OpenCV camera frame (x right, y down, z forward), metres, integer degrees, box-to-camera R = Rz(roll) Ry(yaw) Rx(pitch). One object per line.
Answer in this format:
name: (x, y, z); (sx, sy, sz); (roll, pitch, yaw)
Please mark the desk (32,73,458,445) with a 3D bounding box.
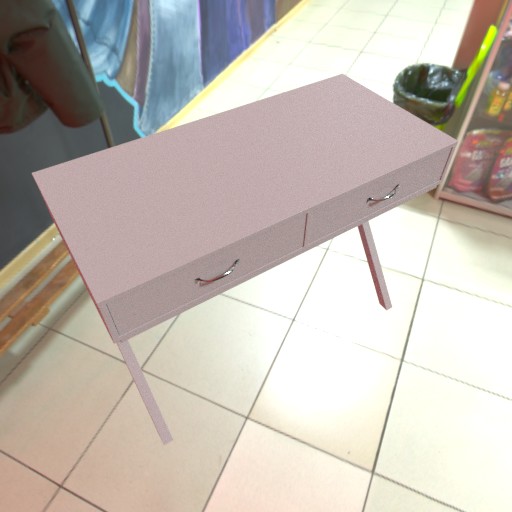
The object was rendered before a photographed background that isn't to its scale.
desk: (0.000, 0.000, 1.488); (1.057, 0.780, 0.525); (-25, 52, -22)
